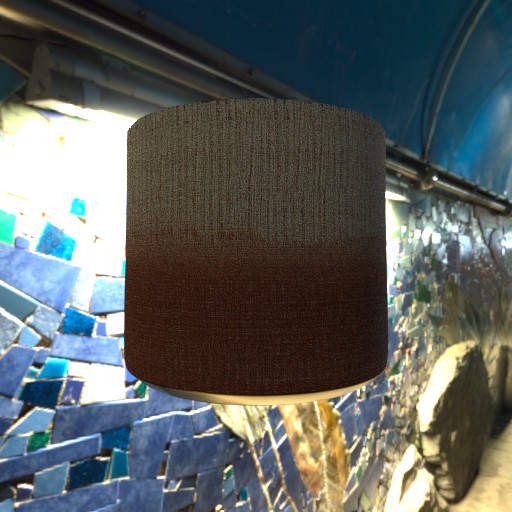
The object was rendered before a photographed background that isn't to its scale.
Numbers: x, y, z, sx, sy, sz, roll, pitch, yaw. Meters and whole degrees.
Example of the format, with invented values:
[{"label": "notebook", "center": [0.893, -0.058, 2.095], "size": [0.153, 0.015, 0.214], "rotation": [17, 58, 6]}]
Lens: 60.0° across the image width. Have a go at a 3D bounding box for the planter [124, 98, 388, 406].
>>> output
[{"label": "planter", "center": [0.000, 0.000, 0.386], "size": [0.221, 0.201, 0.221], "rotation": [0, 0, 0]}]
